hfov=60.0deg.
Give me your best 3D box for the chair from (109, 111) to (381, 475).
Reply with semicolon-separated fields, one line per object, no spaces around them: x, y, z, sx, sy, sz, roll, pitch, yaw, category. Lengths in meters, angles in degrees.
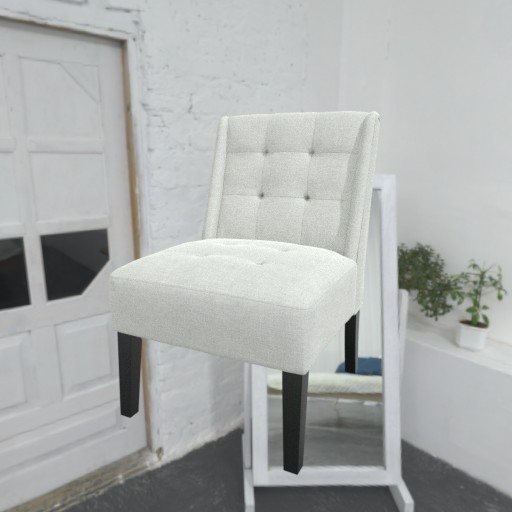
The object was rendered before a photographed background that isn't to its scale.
0.000;0.000;1.325;0.569;0.853;0.676;7;15;26;chair
